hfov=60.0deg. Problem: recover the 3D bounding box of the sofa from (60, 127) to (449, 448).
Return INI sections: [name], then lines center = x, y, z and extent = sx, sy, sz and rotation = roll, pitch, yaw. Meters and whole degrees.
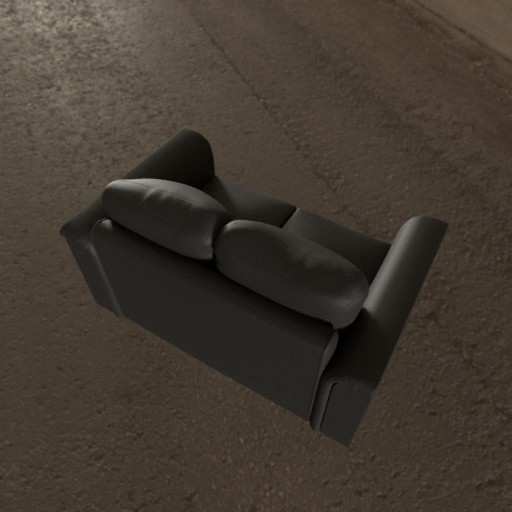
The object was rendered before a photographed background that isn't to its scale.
[sofa]
center = 0.000, 0.000, 1.994
extent = 1.386, 0.845, 0.887
rotation = 24, 54, 20
